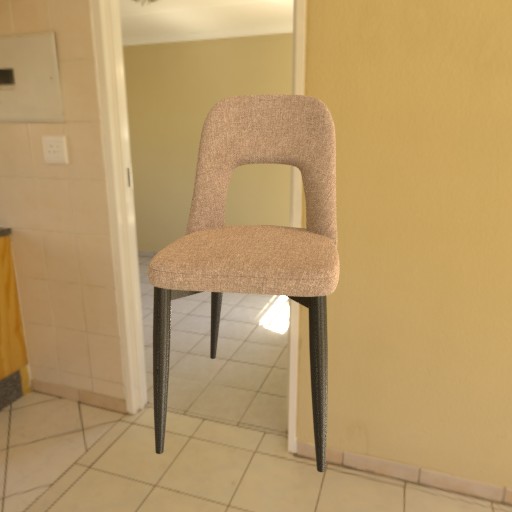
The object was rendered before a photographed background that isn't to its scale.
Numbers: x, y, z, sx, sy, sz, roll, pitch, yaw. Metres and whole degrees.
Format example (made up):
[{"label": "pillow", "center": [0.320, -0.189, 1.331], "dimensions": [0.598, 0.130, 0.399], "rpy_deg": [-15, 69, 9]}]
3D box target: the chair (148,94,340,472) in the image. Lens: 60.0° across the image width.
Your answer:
[{"label": "chair", "center": [0.000, 0.000, 1.284], "dimensions": [0.470, 0.931, 0.612], "rpy_deg": [2, 15, 9]}]
